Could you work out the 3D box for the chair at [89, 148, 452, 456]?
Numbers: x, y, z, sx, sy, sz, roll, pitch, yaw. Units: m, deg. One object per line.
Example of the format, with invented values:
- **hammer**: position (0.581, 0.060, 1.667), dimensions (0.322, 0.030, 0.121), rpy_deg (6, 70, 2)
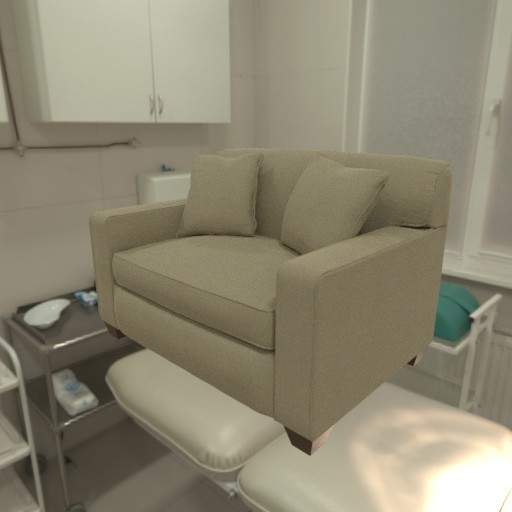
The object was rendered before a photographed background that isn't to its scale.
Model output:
- **chair**: position (0.000, 0.000, 2.067), dimensions (1.383, 0.948, 1.000), rpy_deg (15, 22, 41)
